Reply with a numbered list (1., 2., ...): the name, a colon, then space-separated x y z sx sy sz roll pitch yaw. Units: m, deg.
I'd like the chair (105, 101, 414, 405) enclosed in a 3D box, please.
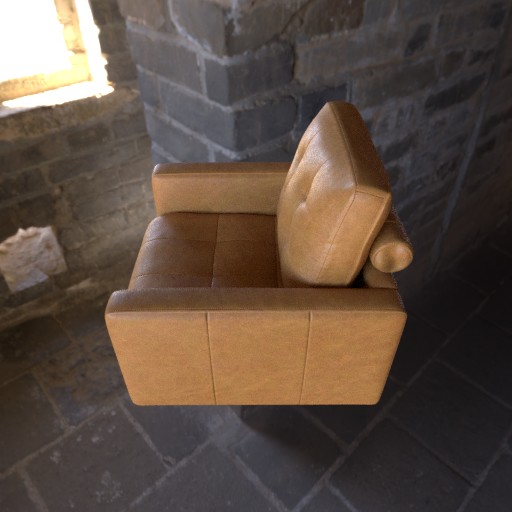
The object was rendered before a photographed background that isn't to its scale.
1. chair: 0.000 0.000 1.541 0.868 0.896 0.831 0 41 0
